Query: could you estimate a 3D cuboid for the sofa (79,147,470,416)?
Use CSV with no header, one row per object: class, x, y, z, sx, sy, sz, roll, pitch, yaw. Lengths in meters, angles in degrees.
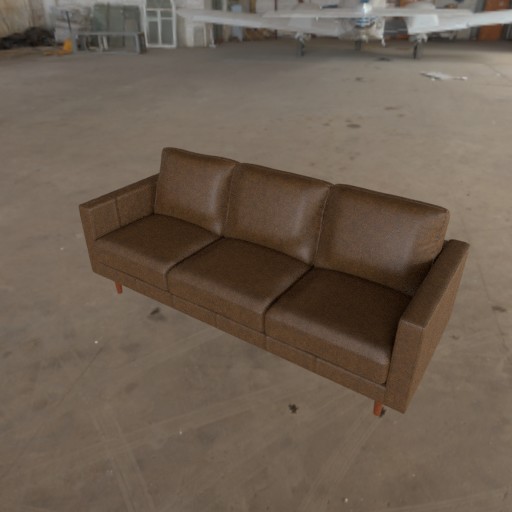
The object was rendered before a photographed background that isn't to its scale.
sofa,0.000,0.000,2.749,2.231,0.930,0.903,19,35,29
